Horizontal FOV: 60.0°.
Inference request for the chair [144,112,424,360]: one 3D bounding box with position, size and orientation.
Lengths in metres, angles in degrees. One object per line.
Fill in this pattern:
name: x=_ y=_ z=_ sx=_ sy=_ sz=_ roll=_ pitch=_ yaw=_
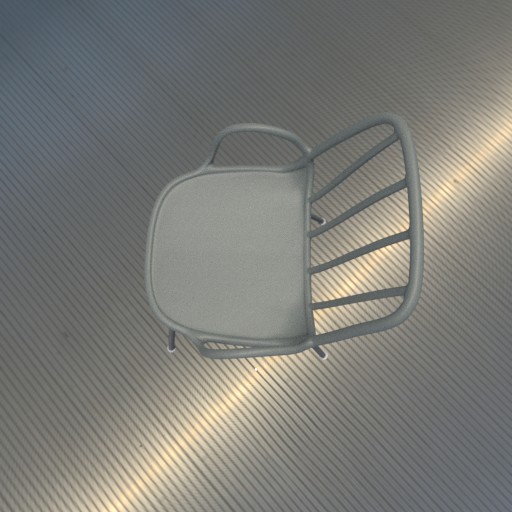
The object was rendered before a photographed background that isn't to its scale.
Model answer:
chair: x=0.000 y=0.000 z=1.183 sx=0.597 sy=0.816 sz=0.549 roll=1 pitch=76 yaw=0
